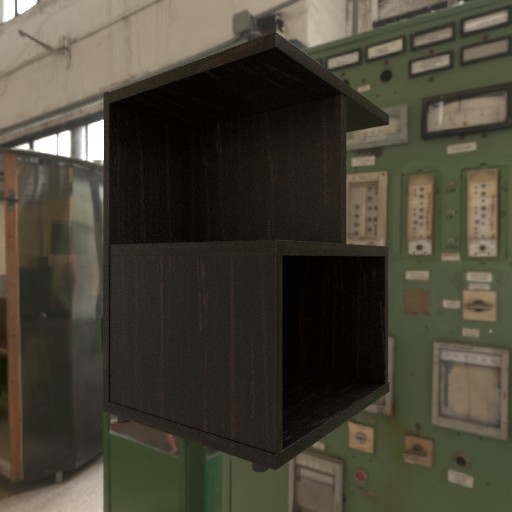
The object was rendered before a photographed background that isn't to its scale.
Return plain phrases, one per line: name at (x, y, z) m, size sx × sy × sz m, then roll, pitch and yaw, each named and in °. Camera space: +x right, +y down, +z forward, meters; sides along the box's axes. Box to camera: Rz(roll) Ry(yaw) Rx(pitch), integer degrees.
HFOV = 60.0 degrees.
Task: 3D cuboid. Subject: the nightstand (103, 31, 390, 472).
nightstand at (0.000, 0.000, 0.814) m, size 0.356 × 0.559 × 0.400 m, roll 0°, pitch 0°, yaw 36°
